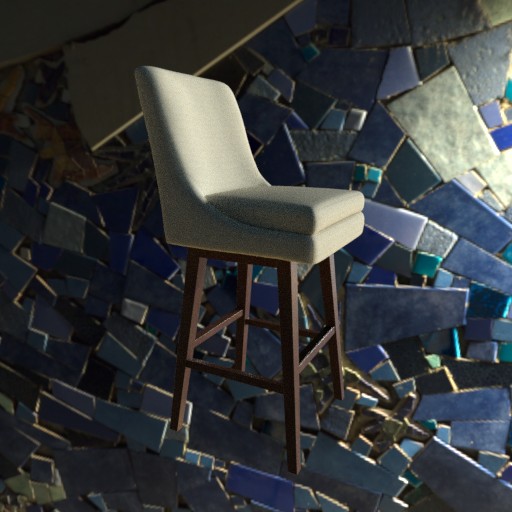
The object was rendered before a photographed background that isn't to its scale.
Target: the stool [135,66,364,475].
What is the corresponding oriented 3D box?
[{"bbox_3d":[0.000,0.000,1.384,0.559,1.093,0.483,7,16,27],"label":"stool"}]
